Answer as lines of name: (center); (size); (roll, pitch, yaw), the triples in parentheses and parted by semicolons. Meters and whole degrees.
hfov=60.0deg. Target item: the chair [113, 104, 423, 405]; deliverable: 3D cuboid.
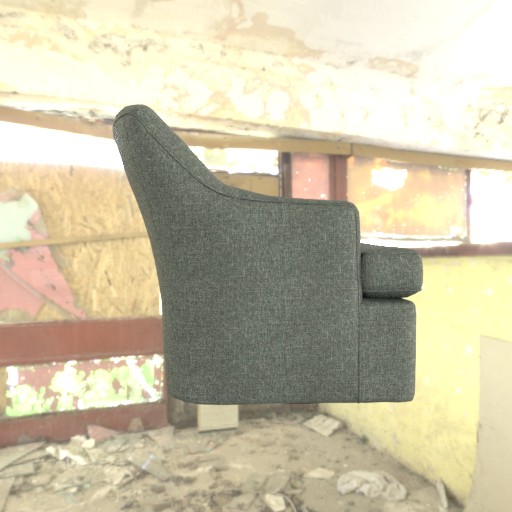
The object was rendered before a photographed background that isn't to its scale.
chair: (0.000, 0.000, 1.570); (0.923, 0.856, 0.864); (0, -1, 0)
